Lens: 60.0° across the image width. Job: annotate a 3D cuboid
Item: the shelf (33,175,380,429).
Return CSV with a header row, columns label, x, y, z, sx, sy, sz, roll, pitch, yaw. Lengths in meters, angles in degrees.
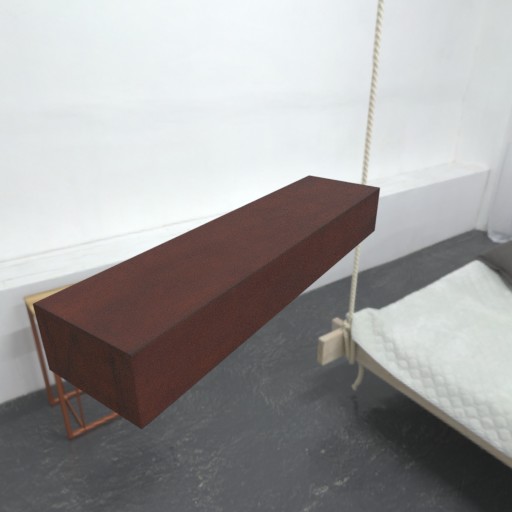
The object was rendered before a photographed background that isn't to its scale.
label,x,y,z,sx,sy,sz,roll,pitch,yaw
shelf,0.000,0.000,0.670,0.152,0.088,0.607,17,30,31
